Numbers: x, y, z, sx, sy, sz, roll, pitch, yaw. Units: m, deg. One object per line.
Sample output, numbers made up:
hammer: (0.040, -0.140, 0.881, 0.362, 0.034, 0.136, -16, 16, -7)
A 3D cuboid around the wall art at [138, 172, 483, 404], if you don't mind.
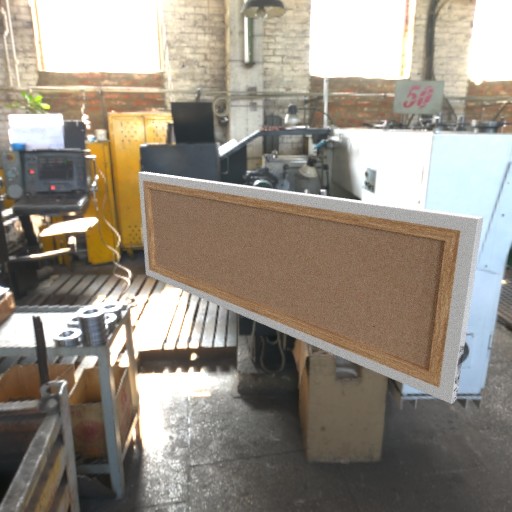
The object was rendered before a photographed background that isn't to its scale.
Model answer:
wall art: (0.000, 0.000, 1.647, 1.520, 0.507, 0.039, 16, 23, 43)
